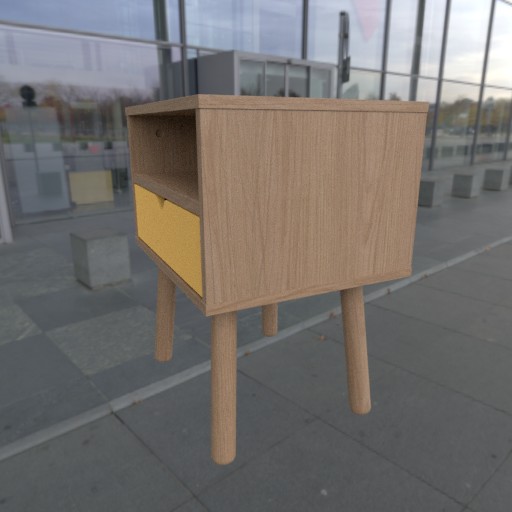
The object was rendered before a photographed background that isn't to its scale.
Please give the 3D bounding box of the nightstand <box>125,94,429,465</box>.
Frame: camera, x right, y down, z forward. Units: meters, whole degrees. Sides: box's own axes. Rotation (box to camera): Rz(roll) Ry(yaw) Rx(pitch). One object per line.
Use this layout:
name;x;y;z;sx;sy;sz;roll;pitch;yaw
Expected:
nightstand;0.000;0.000;0.885;0.380;0.571;0.450;-8;18;-26
